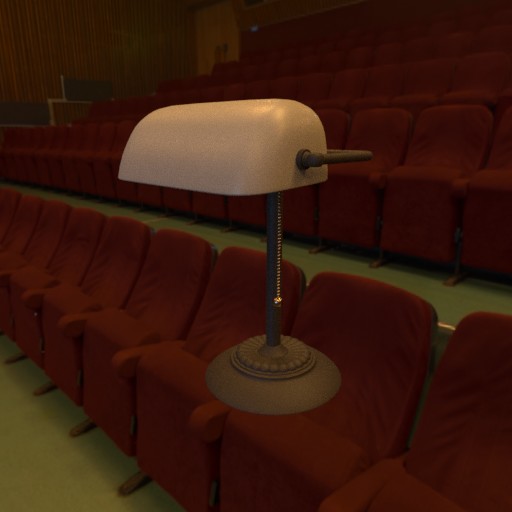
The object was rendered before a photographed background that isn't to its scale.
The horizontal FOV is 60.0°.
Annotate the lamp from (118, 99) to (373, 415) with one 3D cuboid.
[{"bbox_3d":[0.000,0.000,0.522,0.264,0.339,0.243,15,22,43],"label":"lamp"}]
